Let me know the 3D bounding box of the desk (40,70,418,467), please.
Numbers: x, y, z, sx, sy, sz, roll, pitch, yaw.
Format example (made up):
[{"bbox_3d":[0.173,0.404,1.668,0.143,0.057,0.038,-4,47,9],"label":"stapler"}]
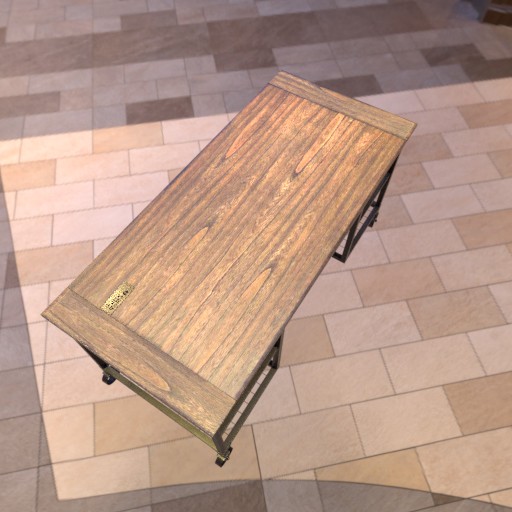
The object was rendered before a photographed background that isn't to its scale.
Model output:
[{"bbox_3d":[0.000,0.000,2.045,0.711,0.751,1.590,29,62,17],"label":"desk"}]
